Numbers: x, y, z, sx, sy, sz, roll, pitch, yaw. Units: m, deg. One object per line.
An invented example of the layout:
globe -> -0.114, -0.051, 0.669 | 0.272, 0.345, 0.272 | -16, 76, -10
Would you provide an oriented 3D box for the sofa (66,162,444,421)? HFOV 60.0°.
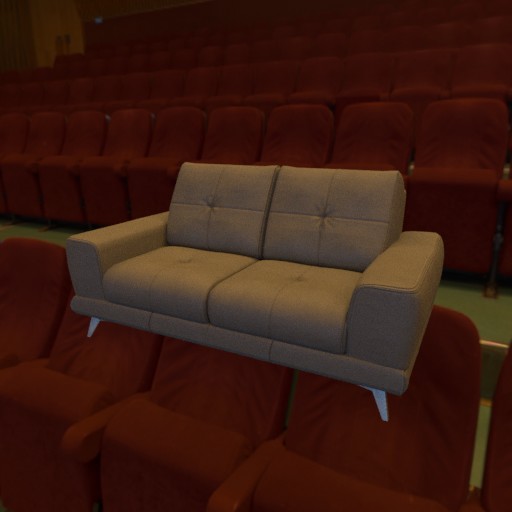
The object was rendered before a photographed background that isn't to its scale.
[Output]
sofa -> 0.000, 0.000, 2.368 | 1.806, 0.907, 1.018 | 8, 18, 26
